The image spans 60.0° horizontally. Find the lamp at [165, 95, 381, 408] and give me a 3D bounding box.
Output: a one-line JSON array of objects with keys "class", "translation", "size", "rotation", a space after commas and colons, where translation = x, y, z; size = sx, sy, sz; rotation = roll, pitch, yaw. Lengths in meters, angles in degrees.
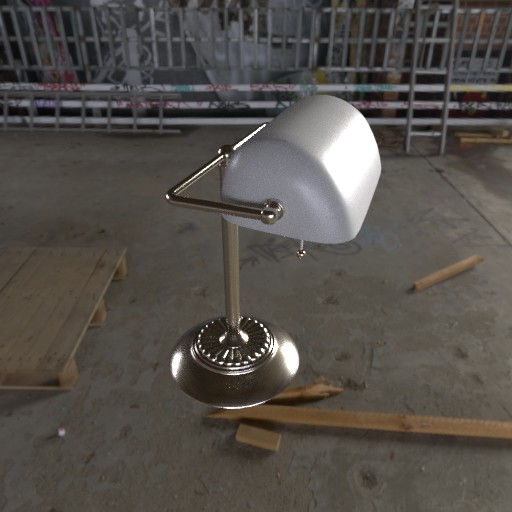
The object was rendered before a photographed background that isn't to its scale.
[{"class": "lamp", "translation": [0.000, 0.000, 0.518], "size": [0.243, 0.339, 0.264], "rotation": [11, 33, 17]}]
